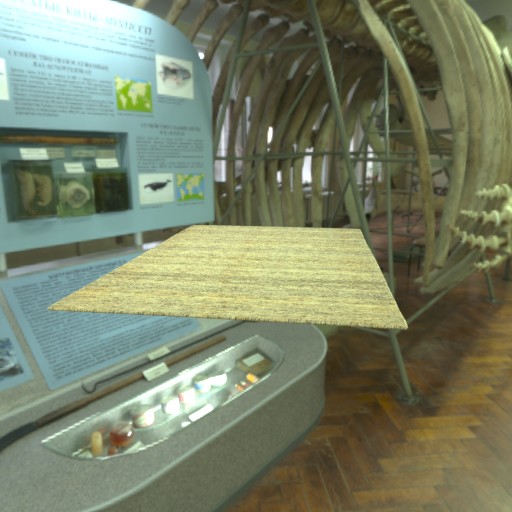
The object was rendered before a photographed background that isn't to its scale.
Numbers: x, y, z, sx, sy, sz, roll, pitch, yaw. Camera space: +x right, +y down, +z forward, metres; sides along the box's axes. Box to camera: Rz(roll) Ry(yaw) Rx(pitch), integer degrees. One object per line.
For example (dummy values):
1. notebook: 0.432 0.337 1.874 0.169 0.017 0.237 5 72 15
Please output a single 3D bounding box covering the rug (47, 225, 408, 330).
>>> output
1. rug: 0.000 0.000 2.368 1.243 0.014 1.846 2 13 8
